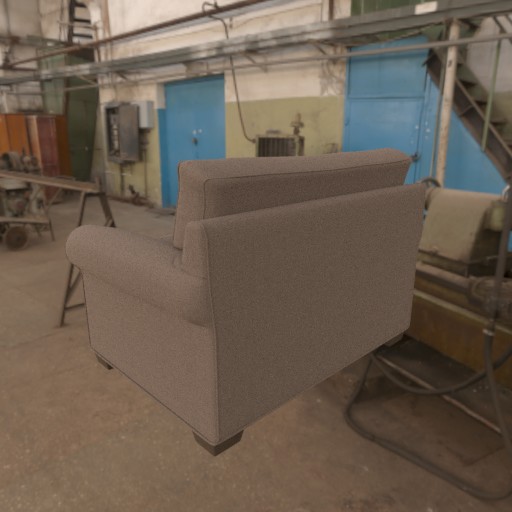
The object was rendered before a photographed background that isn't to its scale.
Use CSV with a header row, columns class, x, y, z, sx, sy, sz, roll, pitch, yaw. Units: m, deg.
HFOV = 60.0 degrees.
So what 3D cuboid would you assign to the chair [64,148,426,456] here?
class,x,y,z,sx,sy,sz,roll,pitch,yaw
chair,0.000,0.000,1.993,1.390,0.930,0.930,-15,22,-42
